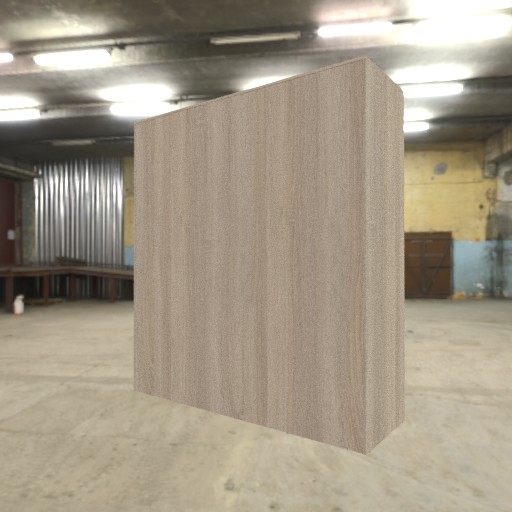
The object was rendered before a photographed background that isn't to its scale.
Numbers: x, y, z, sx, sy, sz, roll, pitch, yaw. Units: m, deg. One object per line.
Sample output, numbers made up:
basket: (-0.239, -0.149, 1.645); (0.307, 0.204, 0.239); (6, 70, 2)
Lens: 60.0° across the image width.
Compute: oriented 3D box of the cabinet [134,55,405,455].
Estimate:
cabinet: (0.000, 0.000, 3.085); (1.870, 2.060, 0.620); (0, -1, 37)
